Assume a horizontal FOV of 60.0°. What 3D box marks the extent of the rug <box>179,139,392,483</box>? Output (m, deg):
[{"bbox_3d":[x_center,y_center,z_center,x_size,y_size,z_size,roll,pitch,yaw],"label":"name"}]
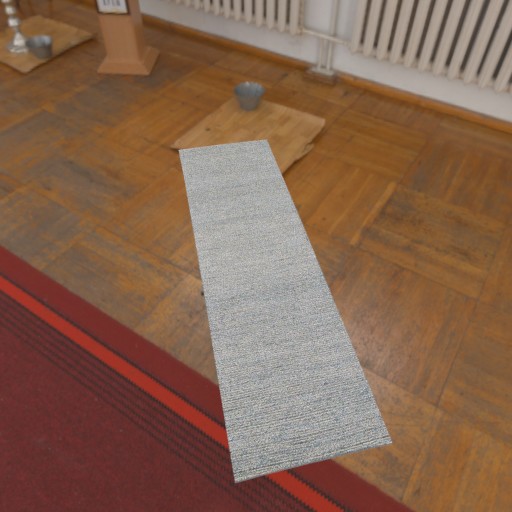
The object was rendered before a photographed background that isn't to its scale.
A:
[{"bbox_3d":[0.000,0.000,2.573,0.675,0.037,2.341,-9,48,-8],"label":"rug"}]
